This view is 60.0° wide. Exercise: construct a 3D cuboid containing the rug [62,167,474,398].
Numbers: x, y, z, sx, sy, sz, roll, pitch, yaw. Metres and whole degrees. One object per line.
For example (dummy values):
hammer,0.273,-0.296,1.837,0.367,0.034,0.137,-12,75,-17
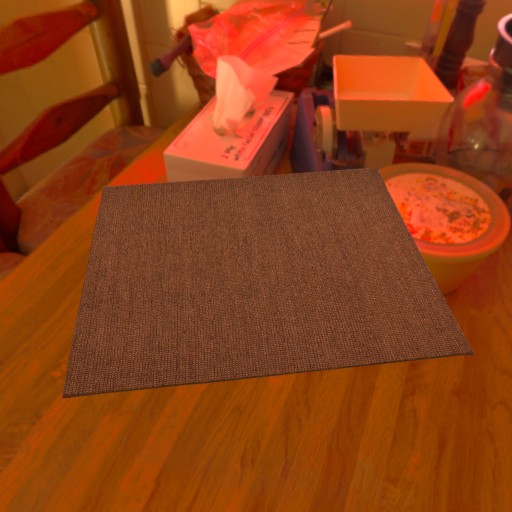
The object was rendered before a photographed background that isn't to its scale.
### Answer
rug,0.000,0.000,4.092,3.068,0.021,2.456,-5,47,-5
